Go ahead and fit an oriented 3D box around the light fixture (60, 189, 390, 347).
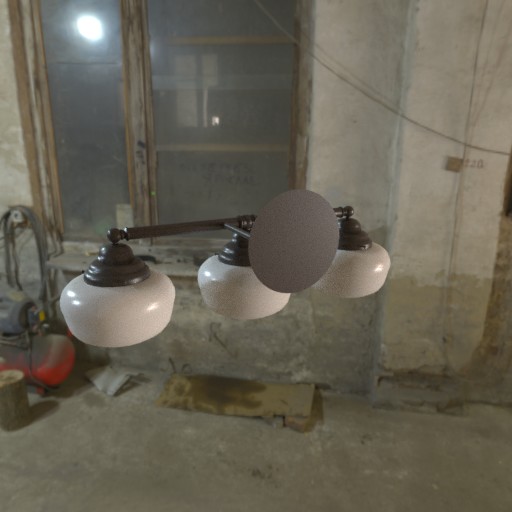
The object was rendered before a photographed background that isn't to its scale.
[{"bbox_3d":[0.000,0.000,0.713,0.587,0.242,0.239,-8,18,-26],"label":"light fixture"}]
